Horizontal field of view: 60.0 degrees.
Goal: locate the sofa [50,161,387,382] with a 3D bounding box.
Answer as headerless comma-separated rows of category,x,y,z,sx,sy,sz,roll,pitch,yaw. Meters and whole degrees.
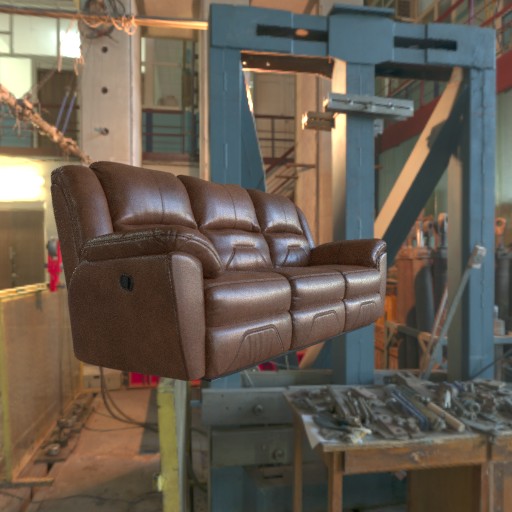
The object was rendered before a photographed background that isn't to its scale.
sofa,0.000,0.000,2.835,0.991,1.043,2.337,0,1,36
